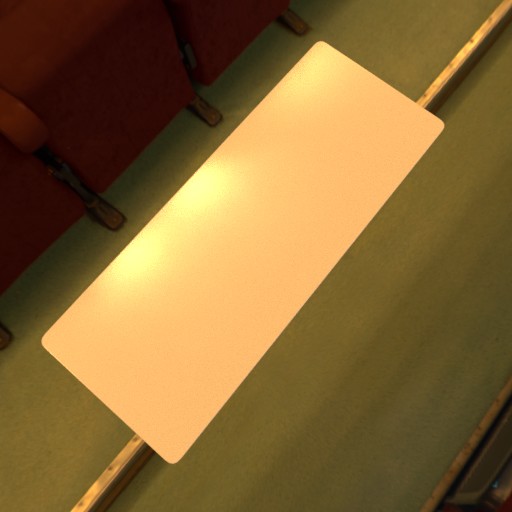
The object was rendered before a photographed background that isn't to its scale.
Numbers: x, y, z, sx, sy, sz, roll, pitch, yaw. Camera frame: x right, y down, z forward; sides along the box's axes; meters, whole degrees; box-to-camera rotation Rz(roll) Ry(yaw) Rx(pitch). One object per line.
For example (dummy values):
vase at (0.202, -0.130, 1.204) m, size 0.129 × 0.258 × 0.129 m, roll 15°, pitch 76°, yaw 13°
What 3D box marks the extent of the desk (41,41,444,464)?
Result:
desk at (0.000, 0.000, 1.793) m, size 0.550 × 0.762 × 1.400 m, roll 38°, pitch 78°, yaw 9°
